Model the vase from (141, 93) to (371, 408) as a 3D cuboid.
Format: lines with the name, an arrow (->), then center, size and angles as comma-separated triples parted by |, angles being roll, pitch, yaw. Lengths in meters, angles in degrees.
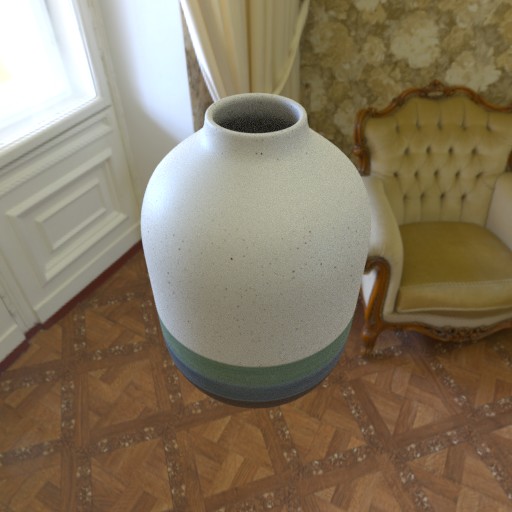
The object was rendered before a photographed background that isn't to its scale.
vase -> 0.000, 0.000, 0.356 | 0.169, 0.240, 0.169 | 0, 42, 0
